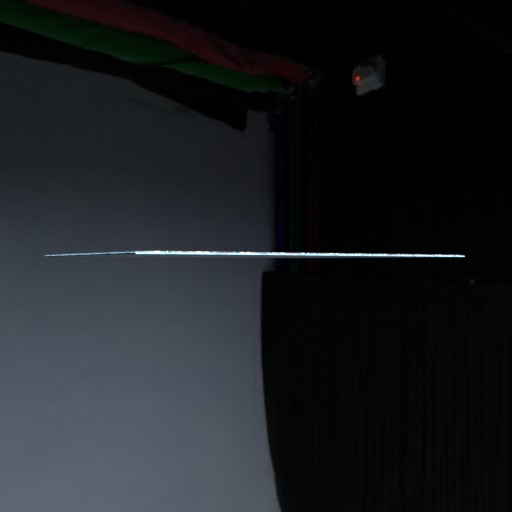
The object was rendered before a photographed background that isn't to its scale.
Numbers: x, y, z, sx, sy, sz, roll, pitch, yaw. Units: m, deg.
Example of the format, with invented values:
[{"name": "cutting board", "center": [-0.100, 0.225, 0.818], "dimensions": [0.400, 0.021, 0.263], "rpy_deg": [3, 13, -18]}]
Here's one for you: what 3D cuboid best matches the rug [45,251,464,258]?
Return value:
[{"name": "rug", "center": [0.000, 0.000, 2.853], "dimensions": [2.207, 0.014, 1.567], "rpy_deg": [0, -1, -36]}]
